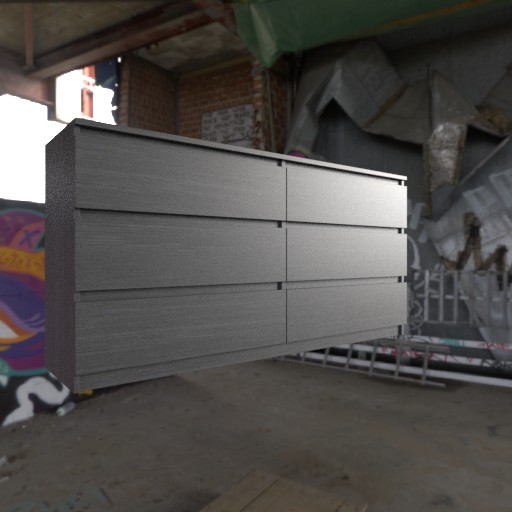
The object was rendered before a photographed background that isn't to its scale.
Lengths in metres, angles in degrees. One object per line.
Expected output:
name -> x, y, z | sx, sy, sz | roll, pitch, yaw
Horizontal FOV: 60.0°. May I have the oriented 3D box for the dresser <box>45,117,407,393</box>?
dresser -> 0.000, 0.000, 1.903 | 1.590, 0.795, 0.400 | 0, 0, -37
